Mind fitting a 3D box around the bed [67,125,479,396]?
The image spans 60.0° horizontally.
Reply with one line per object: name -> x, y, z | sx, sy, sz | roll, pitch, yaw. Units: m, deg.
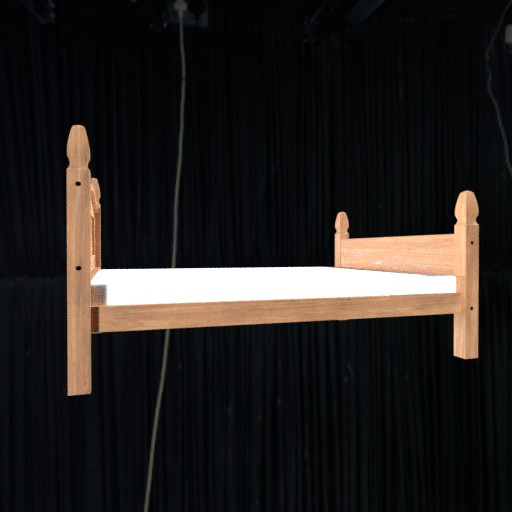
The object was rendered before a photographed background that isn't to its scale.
bed -> 0.000, 0.000, 2.799 | 2.069, 1.100, 1.490 | 0, 1, -18
